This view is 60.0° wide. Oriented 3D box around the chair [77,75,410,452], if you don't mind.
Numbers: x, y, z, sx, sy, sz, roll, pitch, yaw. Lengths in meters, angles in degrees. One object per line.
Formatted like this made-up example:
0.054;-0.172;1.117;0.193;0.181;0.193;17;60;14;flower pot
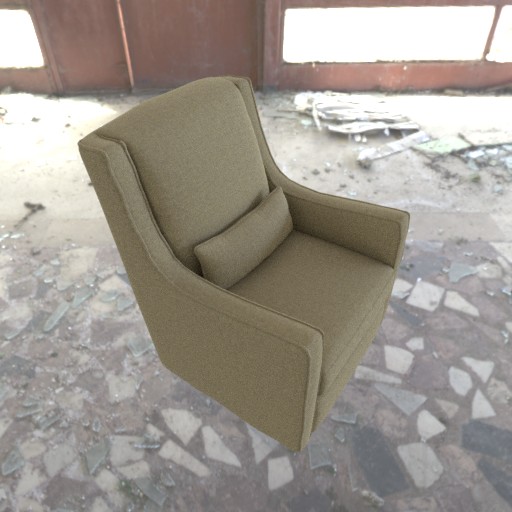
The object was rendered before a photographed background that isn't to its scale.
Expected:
0.000;0.000;1.585;0.879;0.993;0.732;25;47;25;chair
